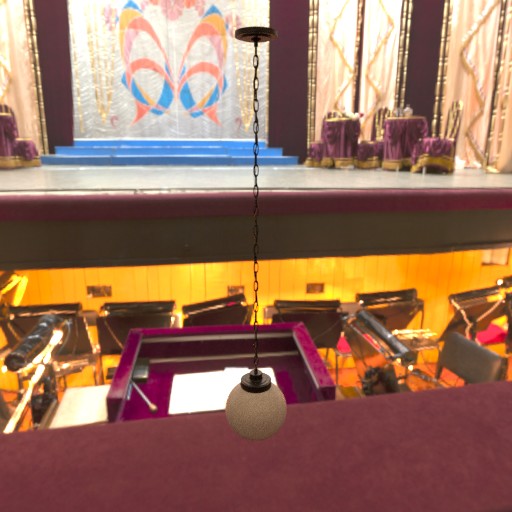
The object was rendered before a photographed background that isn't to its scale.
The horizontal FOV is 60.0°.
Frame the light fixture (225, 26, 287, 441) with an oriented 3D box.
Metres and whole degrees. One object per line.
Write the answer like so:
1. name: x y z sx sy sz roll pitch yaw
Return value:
1. light fixture: 0.000 0.000 2.018 0.304 1.867 0.305 -2 14 -9
